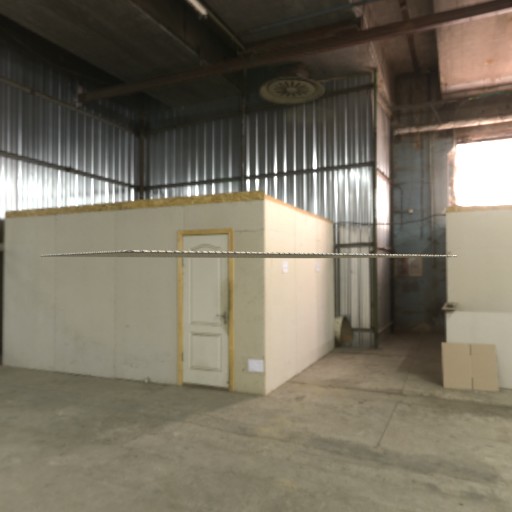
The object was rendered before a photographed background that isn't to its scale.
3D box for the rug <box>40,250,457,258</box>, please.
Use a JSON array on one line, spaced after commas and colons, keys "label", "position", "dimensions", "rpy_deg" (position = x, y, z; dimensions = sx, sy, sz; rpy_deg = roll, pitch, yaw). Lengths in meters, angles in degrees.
[{"label": "rug", "position": [0.000, 0.000, 2.201], "dimensions": [1.752, 0.008, 1.144], "rpy_deg": [1, -1, -37]}]
